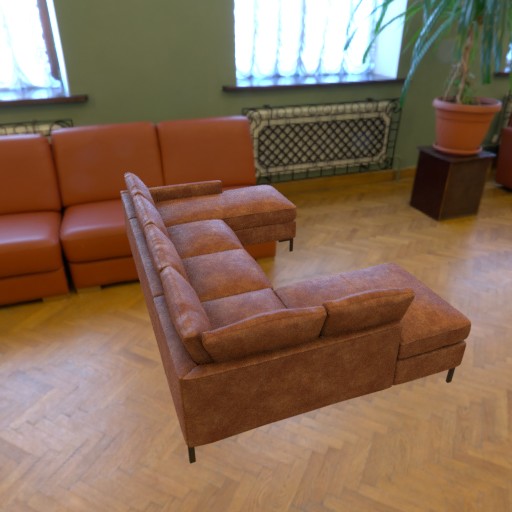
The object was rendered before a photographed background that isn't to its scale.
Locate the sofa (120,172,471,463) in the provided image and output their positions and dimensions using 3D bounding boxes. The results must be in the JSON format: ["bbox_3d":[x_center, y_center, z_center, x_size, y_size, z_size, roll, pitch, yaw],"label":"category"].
[{"bbox_3d":[0.000,0.000,3.821,1.939,0.900,2.956,-10,30,-18],"label":"sofa"}]
